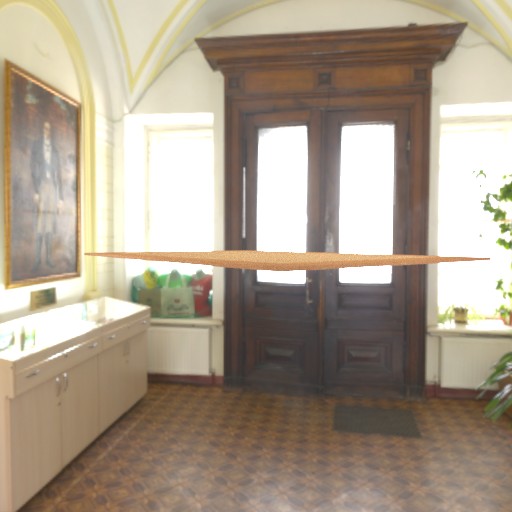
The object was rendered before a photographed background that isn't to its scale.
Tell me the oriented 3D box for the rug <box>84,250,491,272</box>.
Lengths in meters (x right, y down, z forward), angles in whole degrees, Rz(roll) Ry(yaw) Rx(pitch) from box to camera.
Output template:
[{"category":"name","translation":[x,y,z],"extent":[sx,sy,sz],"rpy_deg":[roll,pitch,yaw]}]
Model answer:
[{"category":"rug","translation":[0.000,0.000,2.315],"extent":[1.219,0.014,1.829],"rpy_deg":[-1,2,-37]}]
